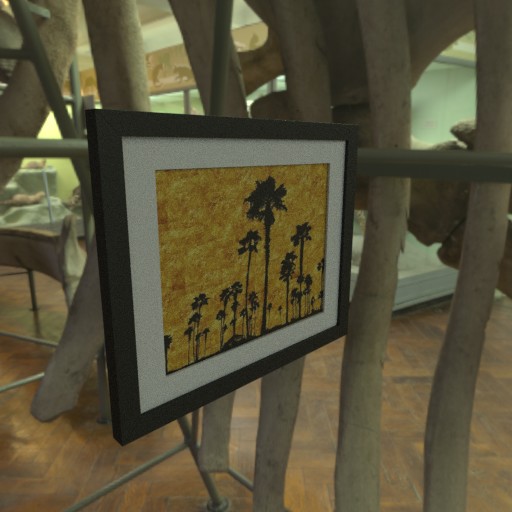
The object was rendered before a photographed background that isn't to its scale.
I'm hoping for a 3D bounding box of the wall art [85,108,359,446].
[{"bbox_3d":[0.000,0.000,0.777,0.561,0.460,0.028,-13,19,-43],"label":"wall art"}]
